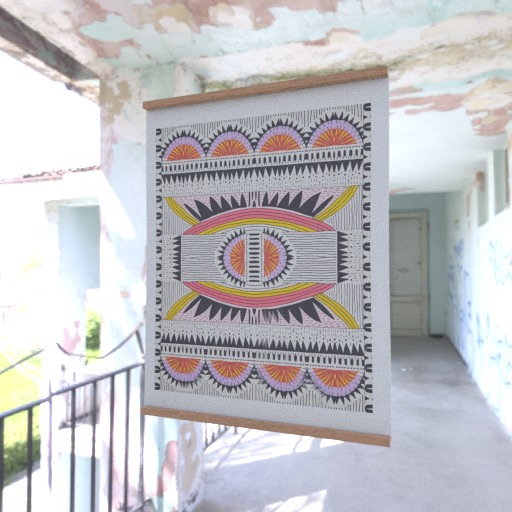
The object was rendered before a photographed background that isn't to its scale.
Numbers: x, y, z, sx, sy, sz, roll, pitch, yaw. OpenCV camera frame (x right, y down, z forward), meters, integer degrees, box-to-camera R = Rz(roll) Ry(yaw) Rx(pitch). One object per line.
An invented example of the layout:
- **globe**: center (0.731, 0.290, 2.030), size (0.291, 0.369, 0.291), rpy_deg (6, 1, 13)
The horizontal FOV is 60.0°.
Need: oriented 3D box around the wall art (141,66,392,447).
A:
- **wall art**: center (0.000, 0.000, 0.693), size (0.403, 0.527, 0.028), rpy_deg (0, -1, 20)
